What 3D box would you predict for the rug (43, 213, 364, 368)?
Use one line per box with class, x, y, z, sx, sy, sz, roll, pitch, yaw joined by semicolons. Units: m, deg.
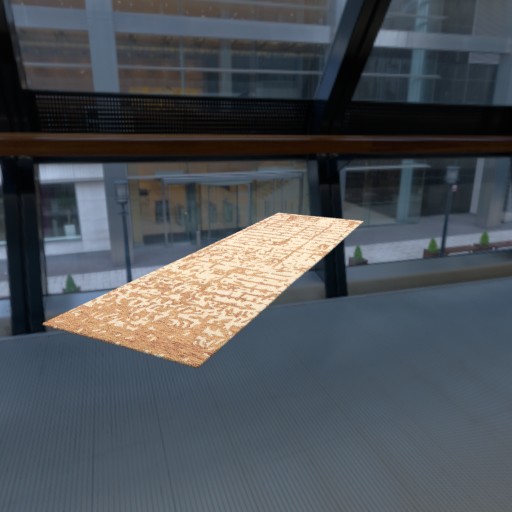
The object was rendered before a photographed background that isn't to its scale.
rug;0.000;0.000;2.688;0.750;0.011;2.435;8;19;25
